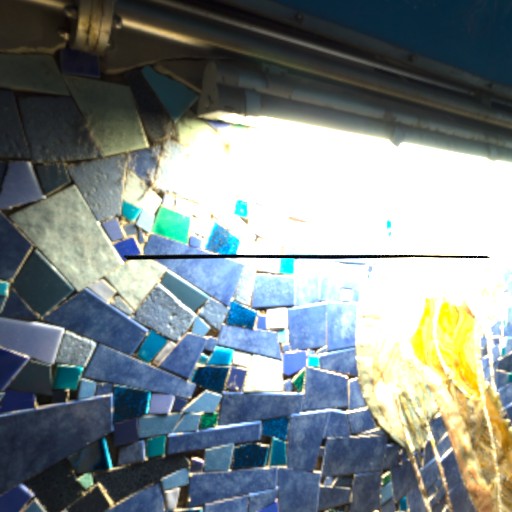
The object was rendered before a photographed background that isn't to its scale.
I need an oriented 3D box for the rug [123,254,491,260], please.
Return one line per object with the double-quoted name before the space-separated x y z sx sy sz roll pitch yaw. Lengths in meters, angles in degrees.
"rug" 0.000 0.000 4.762 2.716 0.035 3.612 0 0 -17
